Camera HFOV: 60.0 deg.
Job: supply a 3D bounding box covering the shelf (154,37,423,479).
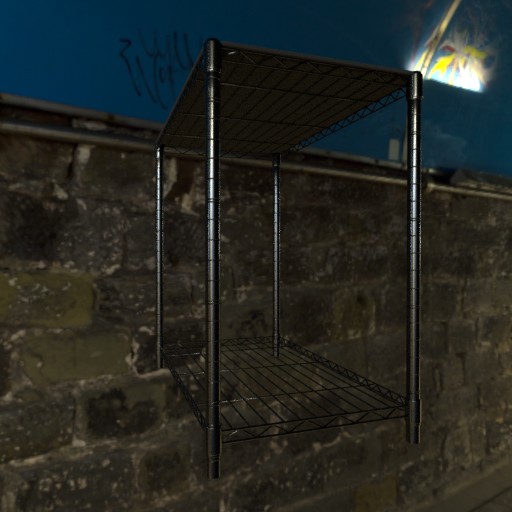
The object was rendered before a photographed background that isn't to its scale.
[{"bbox_3d":[0.000,0.000,0.892,0.338,0.564,0.589,0,1,-19],"label":"shelf"}]
